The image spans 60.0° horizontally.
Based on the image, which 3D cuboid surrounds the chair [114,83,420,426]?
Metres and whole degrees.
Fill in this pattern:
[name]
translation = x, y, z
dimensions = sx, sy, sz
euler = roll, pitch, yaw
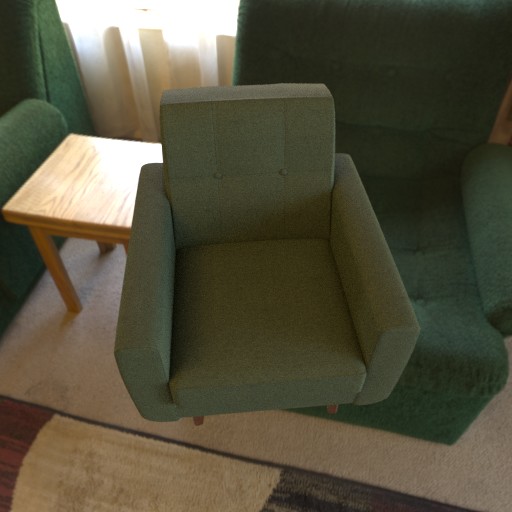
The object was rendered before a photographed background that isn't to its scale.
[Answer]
[chair]
translation = 0.000, 0.000, 1.540
dimensions = 0.831, 0.841, 0.909
euler = -4, 46, -4
